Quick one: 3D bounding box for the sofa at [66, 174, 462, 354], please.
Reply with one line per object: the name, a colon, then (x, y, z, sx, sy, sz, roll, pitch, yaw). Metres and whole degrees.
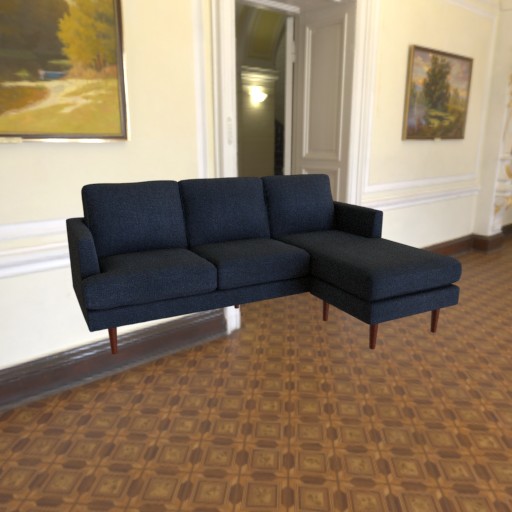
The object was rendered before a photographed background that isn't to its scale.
sofa: (0.000, 0.000, 2.974, 2.233, 0.956, 1.504, -7, 17, -26)
